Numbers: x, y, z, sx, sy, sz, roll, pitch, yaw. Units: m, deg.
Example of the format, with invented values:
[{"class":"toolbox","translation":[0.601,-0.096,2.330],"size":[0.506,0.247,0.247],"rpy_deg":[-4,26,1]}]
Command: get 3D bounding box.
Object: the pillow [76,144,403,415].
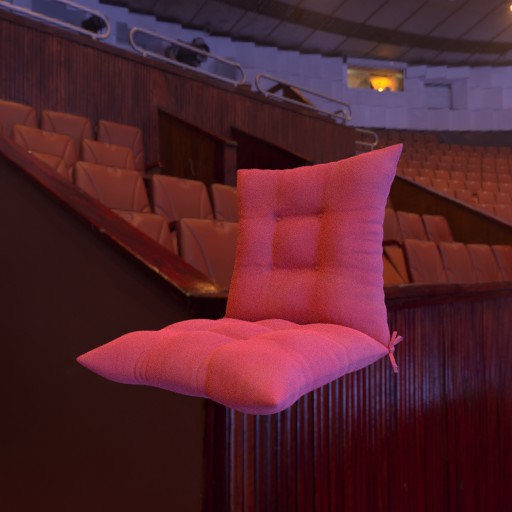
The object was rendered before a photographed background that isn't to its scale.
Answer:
[{"class":"pillow","translation":[0.000,0.000,1.001],"size":[0.541,0.536,0.585],"rpy_deg":[-1,-1,36]}]
